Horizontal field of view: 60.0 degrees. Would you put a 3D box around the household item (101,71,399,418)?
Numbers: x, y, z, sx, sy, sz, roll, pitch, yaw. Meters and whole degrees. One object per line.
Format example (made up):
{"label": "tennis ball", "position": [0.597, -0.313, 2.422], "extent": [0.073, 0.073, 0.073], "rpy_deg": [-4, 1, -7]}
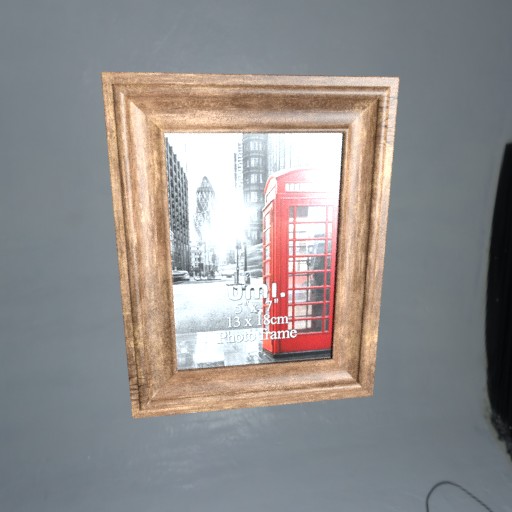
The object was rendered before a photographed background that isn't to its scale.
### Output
{"label": "household item", "position": [0.000, 0.000, 0.313], "extent": [0.186, 0.237, 0.018], "rpy_deg": [-2, 16, -8]}
